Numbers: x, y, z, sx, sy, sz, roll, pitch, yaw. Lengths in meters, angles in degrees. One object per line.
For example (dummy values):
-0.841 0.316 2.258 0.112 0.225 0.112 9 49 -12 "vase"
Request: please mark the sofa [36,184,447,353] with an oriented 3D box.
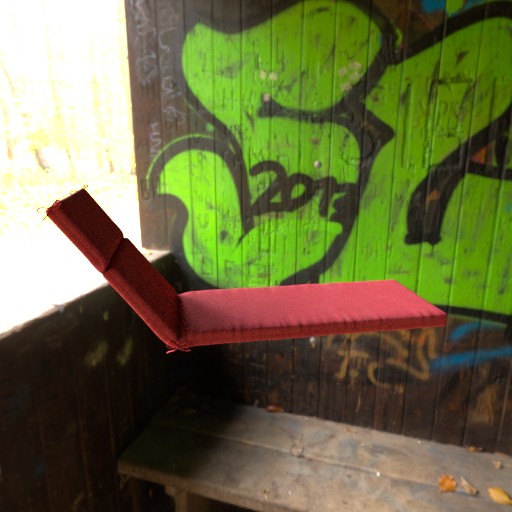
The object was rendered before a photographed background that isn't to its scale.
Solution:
0.000 0.000 2.016 1.663 0.622 0.582 -3 15 -10 "sofa"
